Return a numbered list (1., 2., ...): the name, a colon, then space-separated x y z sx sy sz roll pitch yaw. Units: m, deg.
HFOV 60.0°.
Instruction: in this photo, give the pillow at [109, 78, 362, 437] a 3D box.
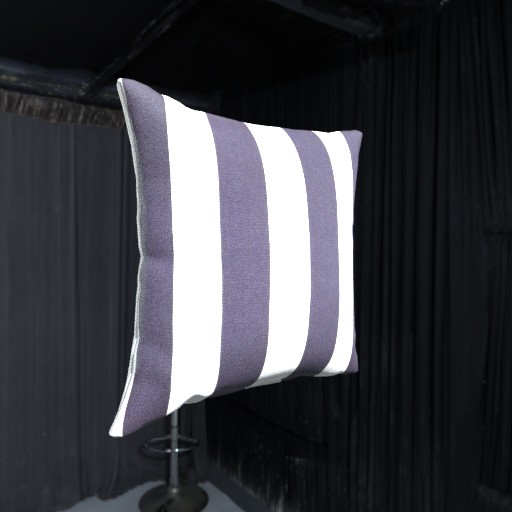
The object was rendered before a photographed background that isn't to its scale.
1. pillow: 0.000 0.000 0.801 0.536 0.526 0.189 -1 2 -36
